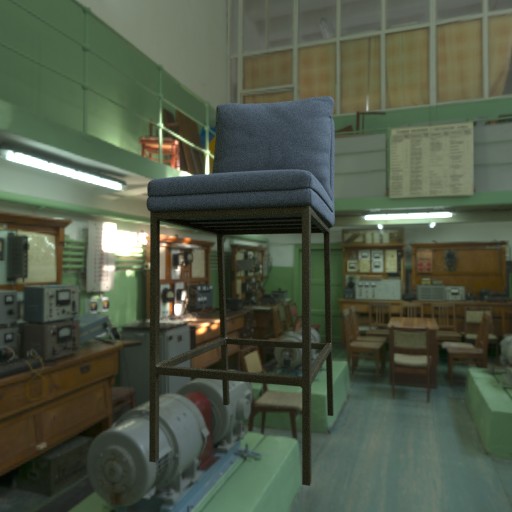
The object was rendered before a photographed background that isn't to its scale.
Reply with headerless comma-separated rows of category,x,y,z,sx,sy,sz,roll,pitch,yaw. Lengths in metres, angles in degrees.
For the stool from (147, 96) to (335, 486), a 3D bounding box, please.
stool,0.000,0.000,1.410,0.463,1.130,0.569,0,-1,17
